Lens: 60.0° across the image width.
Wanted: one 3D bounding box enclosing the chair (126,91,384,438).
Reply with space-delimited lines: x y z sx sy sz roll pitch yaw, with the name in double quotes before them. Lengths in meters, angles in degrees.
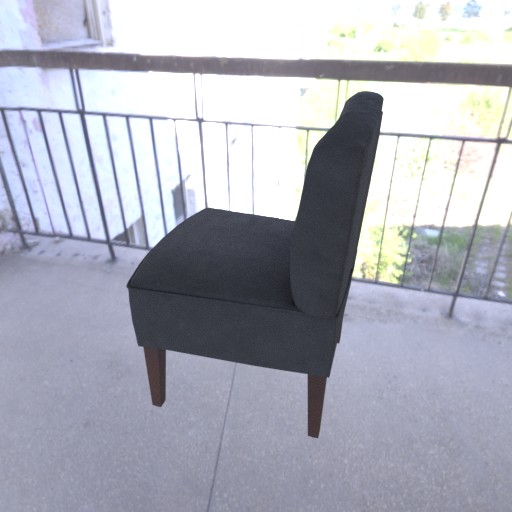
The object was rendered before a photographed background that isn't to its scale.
"chair" 0.000 0.000 1.193 0.554 0.806 0.521 9 31 15
